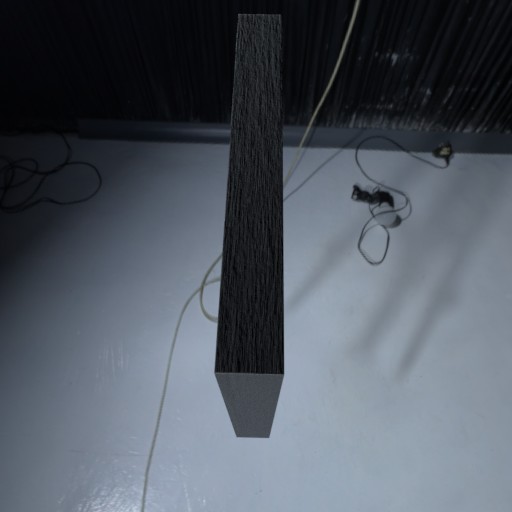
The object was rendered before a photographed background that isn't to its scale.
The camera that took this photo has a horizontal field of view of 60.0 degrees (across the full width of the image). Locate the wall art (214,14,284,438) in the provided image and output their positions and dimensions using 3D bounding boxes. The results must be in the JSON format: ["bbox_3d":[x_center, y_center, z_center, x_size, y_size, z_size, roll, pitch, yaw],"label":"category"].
[{"bbox_3d":[0.000,0.000,0.441,0.037,0.305,0.305,1,62,1],"label":"wall art"}]
